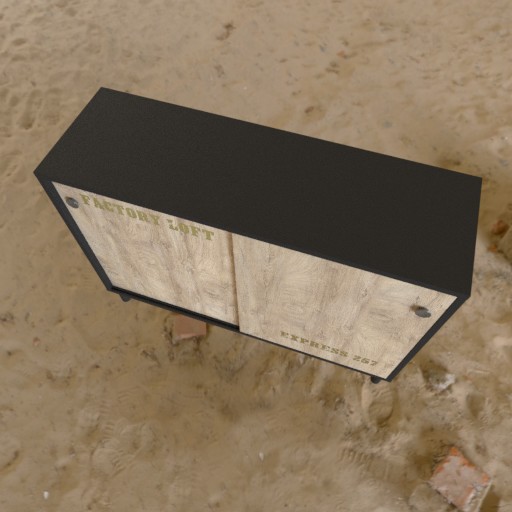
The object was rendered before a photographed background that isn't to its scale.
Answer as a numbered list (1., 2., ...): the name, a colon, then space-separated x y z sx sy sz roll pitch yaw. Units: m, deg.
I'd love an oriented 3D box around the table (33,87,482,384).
1. table: 0.000 0.000 1.605 1.200 0.855 0.400 16 60 10
